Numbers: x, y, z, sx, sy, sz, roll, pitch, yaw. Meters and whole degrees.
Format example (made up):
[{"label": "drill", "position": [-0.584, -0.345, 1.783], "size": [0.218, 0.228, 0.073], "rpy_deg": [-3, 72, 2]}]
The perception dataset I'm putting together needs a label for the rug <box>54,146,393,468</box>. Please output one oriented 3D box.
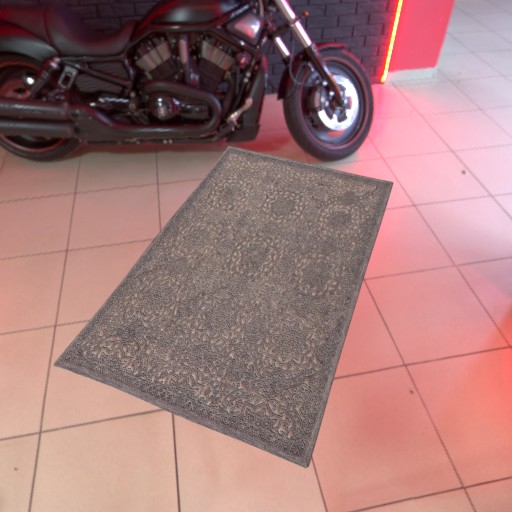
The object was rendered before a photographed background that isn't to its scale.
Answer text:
[{"label": "rug", "position": [0.000, 0.000, 3.160], "size": [1.535, 0.022, 2.498], "rpy_deg": [16, 48, 15]}]
